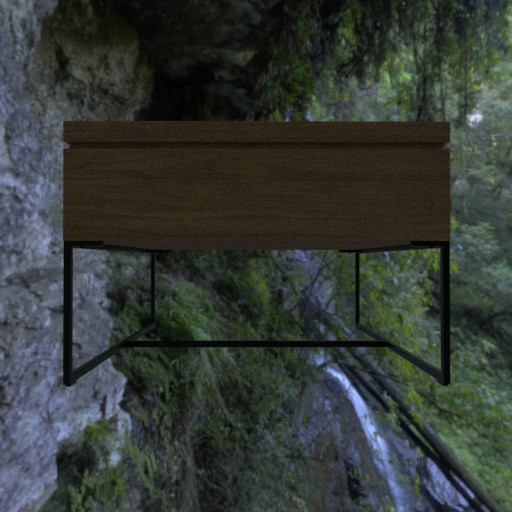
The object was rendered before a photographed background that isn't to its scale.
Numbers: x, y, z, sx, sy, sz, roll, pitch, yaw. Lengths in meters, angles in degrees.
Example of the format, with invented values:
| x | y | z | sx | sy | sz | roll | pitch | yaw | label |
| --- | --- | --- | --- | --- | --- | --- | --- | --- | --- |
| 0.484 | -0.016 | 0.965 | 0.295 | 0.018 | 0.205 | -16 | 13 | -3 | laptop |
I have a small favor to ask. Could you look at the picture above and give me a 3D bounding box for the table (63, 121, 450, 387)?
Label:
| x | y | z | sx | sy | sz | roll | pitch | yaw | label |
| --- | --- | --- | --- | --- | --- | --- | --- | --- | --- |
| 0.000 | 0.000 | 1.109 | 0.679 | 0.464 | 0.676 | 0 | -1 | 0 | table |
